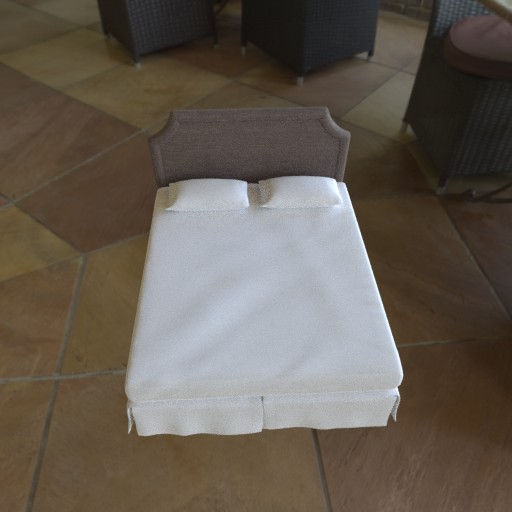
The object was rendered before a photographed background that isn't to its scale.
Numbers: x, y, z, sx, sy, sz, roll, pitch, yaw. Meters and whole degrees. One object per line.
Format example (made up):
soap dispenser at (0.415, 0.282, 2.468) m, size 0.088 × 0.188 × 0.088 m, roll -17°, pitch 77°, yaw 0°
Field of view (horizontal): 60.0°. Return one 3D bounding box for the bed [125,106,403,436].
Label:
bed at (0.000, 0.000, 4.231) m, size 2.350 × 1.590 × 2.773 m, roll -2°, pitch 46°, yaw -2°
